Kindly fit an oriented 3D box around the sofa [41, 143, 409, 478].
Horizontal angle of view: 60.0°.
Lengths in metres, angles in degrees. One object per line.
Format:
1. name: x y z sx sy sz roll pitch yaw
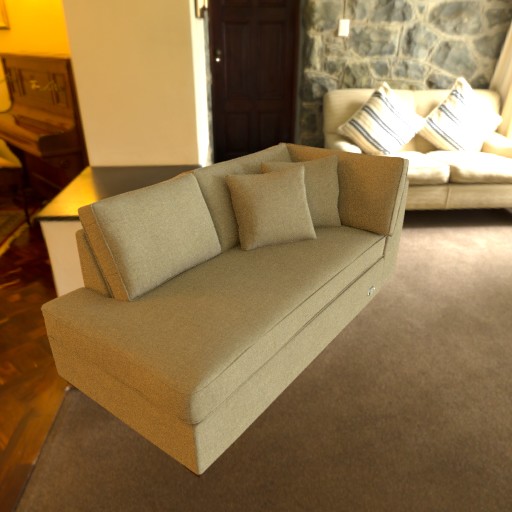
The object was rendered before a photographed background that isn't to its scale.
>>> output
1. sofa: 0.000 0.000 2.720 1.110 1.019 2.238 18 32 33
